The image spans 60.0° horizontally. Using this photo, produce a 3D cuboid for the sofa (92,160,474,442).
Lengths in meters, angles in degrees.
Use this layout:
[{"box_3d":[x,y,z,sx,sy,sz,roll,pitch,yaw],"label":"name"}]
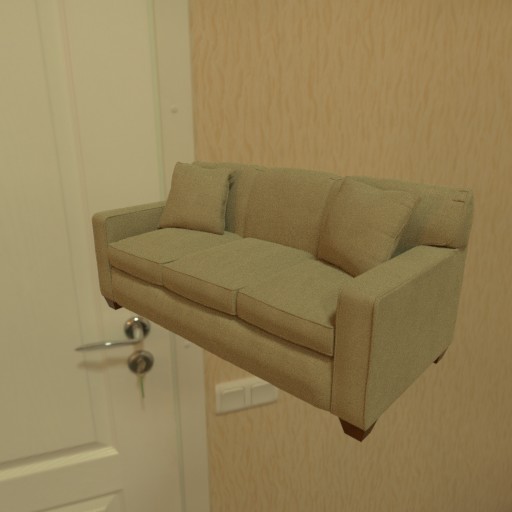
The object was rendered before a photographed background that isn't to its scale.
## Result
[{"box_3d":[0.000,0.000,2.558,2.024,0.958,0.997,16,24,40],"label":"sofa"}]
